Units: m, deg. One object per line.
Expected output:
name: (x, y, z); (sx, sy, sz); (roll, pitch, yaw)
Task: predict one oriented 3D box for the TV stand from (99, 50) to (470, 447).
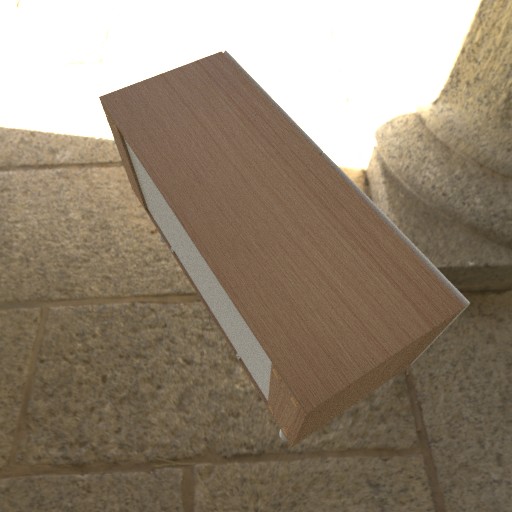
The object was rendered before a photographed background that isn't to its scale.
TV stand: (0.000, 0.000, 1.340); (0.407, 0.660, 0.991); (-28, 63, -16)
